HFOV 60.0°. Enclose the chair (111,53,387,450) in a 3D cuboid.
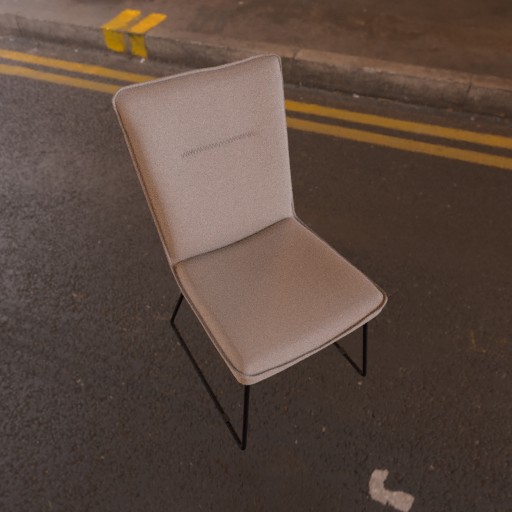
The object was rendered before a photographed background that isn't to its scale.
[{"bbox_3d":[0.000,0.000,1.364,0.515,0.930,0.688,-23,50,-21],"label":"chair"}]
